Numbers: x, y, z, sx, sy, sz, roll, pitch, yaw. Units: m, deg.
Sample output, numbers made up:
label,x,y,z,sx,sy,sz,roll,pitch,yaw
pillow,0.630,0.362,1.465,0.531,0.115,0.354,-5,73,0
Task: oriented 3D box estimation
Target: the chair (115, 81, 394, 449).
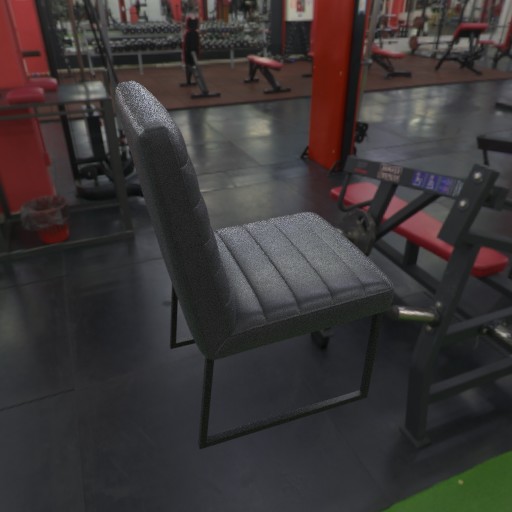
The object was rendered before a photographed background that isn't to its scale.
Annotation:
label,x,y,z,sx,sy,sz,roll,pitch,yaw
chair,0.000,0.000,1.294,0.634,0.930,0.520,-11,32,-17
